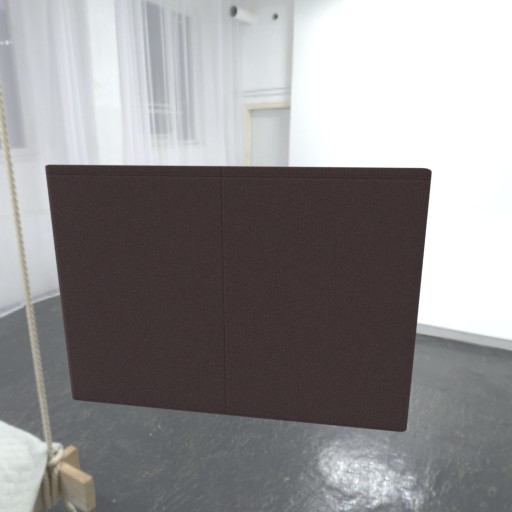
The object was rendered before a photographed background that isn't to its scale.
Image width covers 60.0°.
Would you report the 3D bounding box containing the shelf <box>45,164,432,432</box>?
[{"bbox_3d":[0.000,0.000,0.489,0.292,0.210,0.292,2,15,9],"label":"shelf"}]
